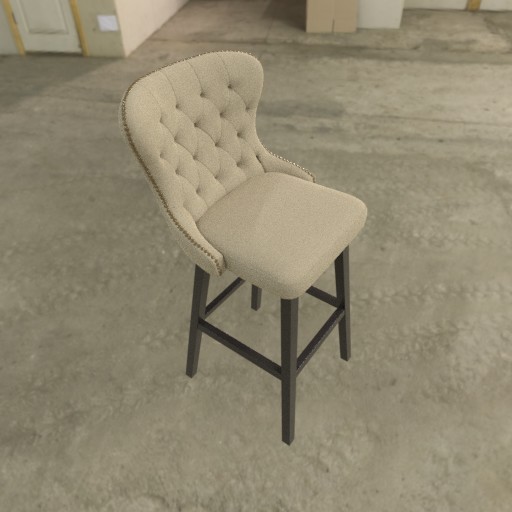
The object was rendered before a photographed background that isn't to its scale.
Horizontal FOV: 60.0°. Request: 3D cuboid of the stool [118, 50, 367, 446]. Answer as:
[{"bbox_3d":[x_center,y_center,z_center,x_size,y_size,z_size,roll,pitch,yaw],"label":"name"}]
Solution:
[{"bbox_3d":[0.000,0.000,1.402,0.605,1.066,0.528,26,48,26],"label":"stool"}]
